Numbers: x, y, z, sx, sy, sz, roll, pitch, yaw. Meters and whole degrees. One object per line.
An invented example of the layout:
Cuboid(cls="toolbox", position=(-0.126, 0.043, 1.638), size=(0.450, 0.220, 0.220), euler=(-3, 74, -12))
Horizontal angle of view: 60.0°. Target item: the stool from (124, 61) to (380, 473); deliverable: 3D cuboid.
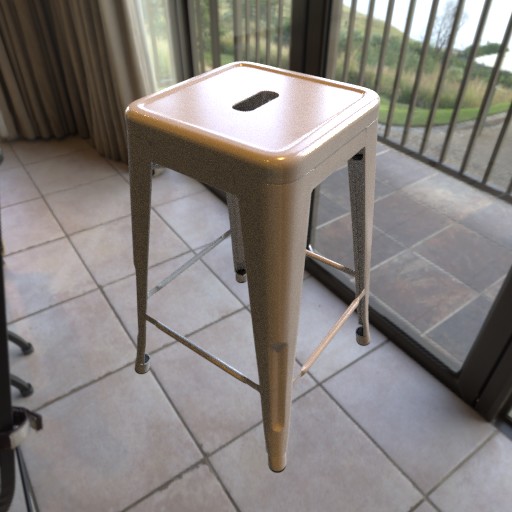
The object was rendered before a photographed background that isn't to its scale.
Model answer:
Cuboid(cls="stool", position=(0.000, 0.000, 0.853), size=(0.406, 0.610, 0.406), euler=(25, 46, 27))
